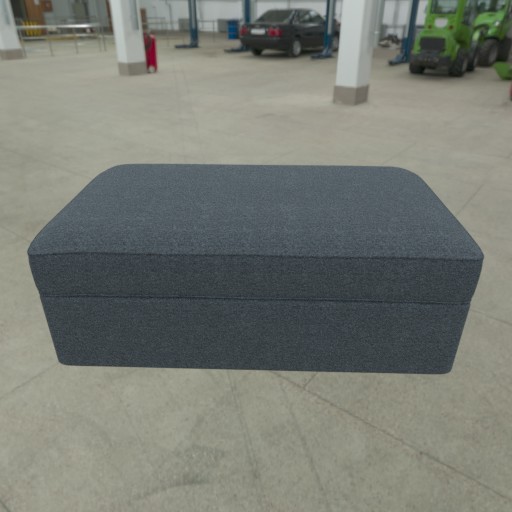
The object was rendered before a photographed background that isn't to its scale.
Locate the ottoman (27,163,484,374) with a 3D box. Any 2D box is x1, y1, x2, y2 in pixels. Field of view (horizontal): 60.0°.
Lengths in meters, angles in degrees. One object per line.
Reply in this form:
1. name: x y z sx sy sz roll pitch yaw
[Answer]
1. ottoman: 0.000 0.000 1.486 1.173 0.494 0.681 1 30 2
